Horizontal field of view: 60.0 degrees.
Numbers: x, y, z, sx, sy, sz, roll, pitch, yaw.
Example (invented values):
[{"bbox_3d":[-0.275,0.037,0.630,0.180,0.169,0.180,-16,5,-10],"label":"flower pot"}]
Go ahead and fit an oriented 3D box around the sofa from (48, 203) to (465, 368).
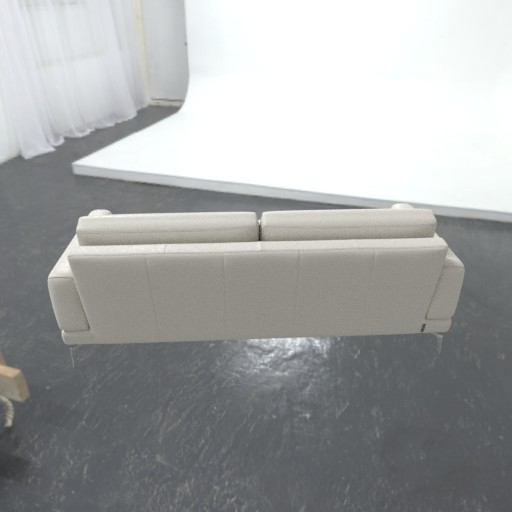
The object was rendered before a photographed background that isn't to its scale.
[{"bbox_3d":[0.000,0.000,2.437,1.940,0.765,0.974,-1,30,-3],"label":"sofa"}]
